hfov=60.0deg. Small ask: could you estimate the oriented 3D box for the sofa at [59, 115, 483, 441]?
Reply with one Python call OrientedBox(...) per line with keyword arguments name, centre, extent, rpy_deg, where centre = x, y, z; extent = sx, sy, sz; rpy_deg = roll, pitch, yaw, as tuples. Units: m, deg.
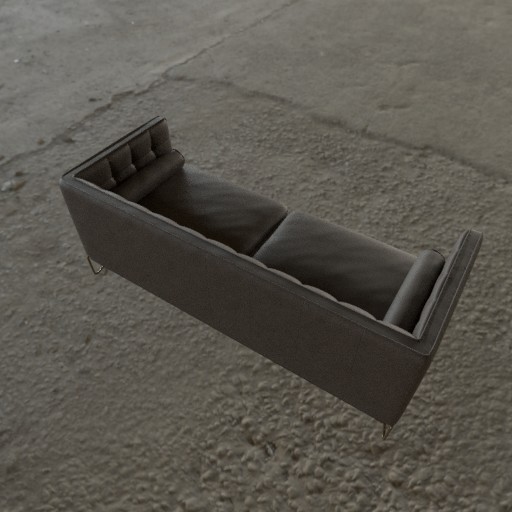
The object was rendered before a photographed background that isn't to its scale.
OrientedBox(name="sofa", centre=(0.000, 0.000, 2.528), extent=(2.087, 0.789, 0.867), rpy_deg=(25, 51, 22))
